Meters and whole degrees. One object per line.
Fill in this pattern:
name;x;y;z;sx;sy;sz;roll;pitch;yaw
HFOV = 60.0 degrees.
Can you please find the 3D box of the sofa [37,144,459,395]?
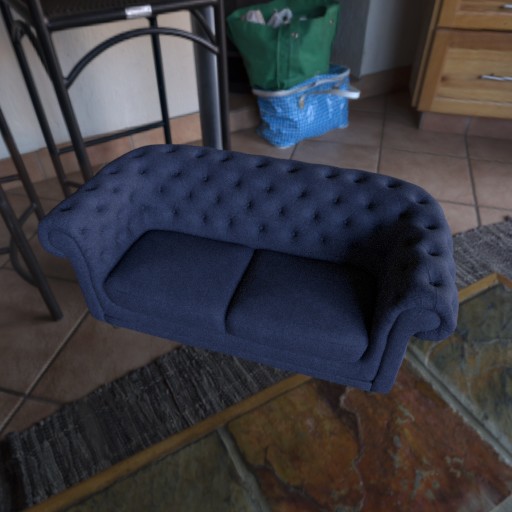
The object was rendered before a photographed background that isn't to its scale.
sofa;0.000;0.000;2.516;1.988;0.833;1.082;11;42;13
